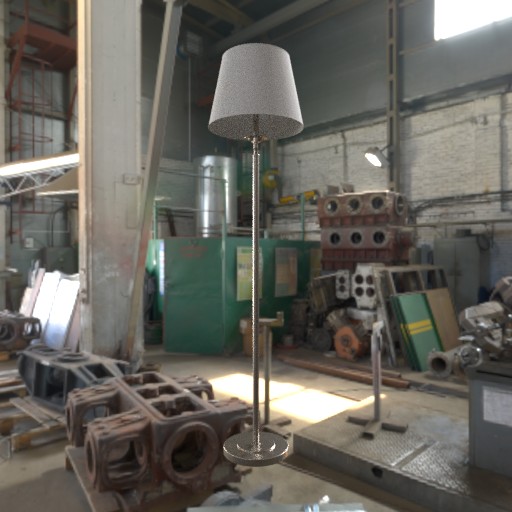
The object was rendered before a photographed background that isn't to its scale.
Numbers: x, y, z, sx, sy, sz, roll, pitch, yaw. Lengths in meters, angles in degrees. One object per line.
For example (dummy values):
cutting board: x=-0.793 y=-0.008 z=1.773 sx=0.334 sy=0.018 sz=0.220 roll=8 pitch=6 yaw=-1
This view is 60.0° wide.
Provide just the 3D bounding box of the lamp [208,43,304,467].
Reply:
lamp: x=0.000 y=0.000 z=1.664 sx=0.355 sy=1.473 sz=0.355 roll=0 pitch=1 yaw=0
